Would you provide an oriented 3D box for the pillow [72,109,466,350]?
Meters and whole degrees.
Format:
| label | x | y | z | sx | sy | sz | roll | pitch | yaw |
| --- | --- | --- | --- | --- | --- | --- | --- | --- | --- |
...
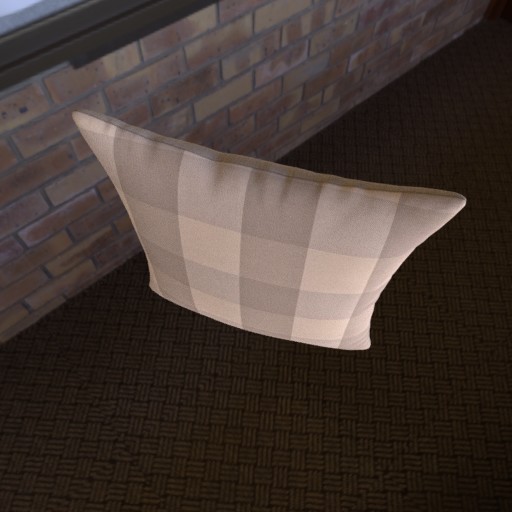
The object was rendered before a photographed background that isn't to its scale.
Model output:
| label | x | y | z | sx | sy | sz | roll | pitch | yaw |
| --- | --- | --- | --- | --- | --- | --- | --- | --- | --- |
| pillow | 0.000 | 0.000 | 0.767 | 0.511 | 0.509 | 0.161 | 15 | 61 | 9 |
